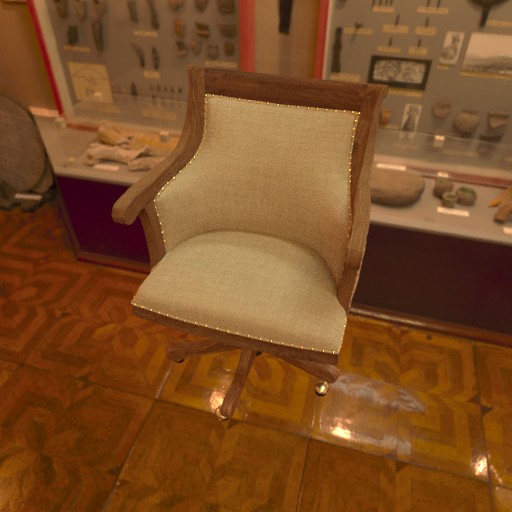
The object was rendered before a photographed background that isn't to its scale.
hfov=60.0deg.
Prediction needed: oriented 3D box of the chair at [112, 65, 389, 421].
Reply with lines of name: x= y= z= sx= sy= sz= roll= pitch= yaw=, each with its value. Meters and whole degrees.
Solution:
chair: x=0.000 y=0.000 z=1.414 sx=0.656 sy=0.965 sz=0.689 roll=11 pitch=42 yaw=13
